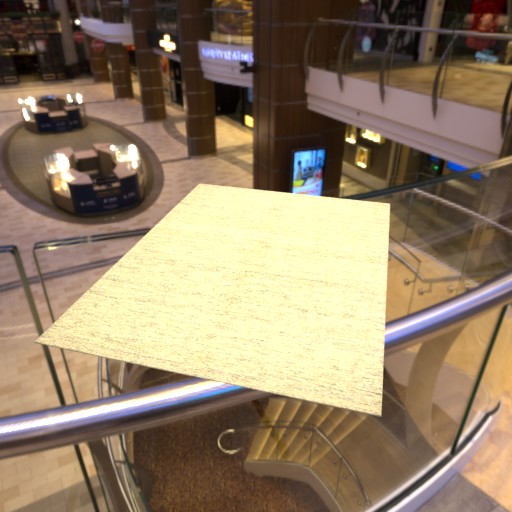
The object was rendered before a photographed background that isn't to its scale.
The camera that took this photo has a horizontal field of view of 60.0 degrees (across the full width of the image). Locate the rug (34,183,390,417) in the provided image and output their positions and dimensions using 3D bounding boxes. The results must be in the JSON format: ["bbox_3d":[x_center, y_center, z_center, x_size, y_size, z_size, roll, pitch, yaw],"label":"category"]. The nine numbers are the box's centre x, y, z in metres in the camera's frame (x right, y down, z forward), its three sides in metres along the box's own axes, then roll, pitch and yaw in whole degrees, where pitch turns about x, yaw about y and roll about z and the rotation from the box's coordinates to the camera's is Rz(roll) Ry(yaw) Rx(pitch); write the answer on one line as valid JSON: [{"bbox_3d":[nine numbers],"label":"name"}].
[{"bbox_3d":[0.000,0.000,4.245,2.437,0.014,3.201,8,32,13],"label":"rug"}]
